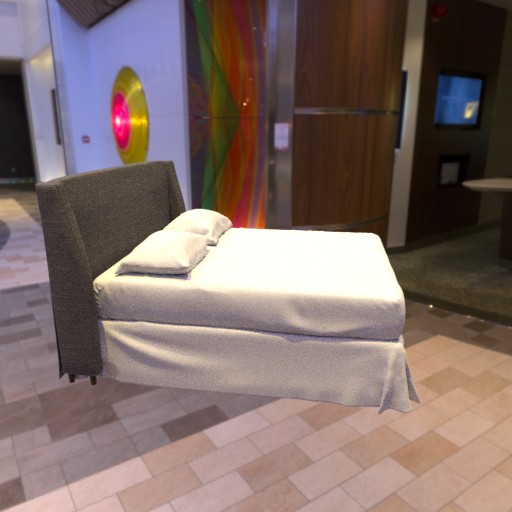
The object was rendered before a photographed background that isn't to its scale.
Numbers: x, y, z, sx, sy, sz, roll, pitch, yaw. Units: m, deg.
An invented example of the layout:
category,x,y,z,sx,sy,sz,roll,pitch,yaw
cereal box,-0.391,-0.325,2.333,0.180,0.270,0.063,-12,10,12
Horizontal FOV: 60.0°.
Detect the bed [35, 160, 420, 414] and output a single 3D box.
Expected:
category,x,y,z,sx,sy,sz,roll,pitch,yaw
bed,0.000,0.000,3.423,2.276,1.332,1.925,3,16,10
